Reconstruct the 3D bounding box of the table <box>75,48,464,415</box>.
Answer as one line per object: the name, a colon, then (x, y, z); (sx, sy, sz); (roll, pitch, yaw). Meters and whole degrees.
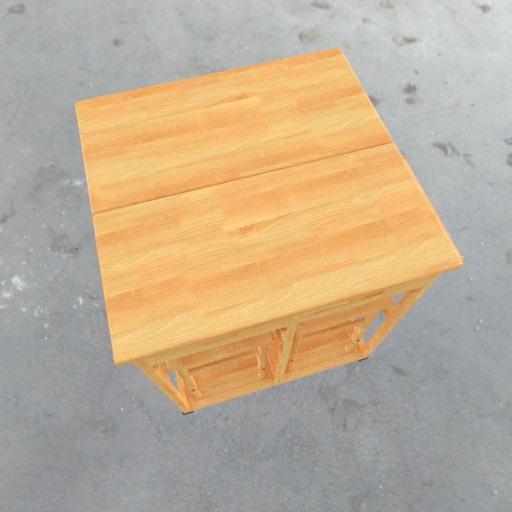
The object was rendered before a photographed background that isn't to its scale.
table: (0.000, 0.000, 1.384); (0.752, 0.832, 0.693); (-15, 64, -8)
